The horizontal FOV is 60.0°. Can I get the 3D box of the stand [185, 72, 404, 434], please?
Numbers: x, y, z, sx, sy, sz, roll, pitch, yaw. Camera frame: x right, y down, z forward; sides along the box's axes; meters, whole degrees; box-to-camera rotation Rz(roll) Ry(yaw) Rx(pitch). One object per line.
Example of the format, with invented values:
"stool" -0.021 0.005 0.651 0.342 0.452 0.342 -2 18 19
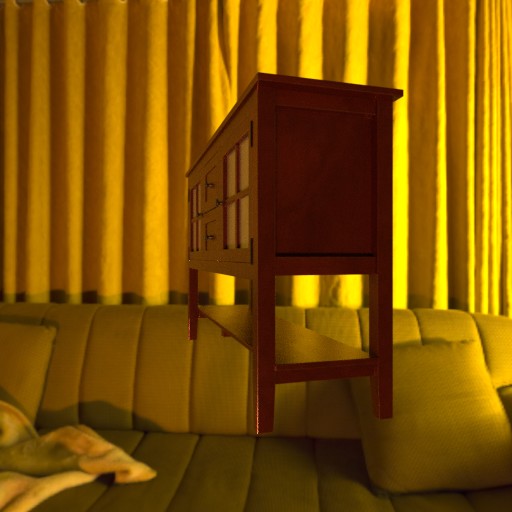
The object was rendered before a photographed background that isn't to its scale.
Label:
"stand" 0.000 0.000 1.755 0.410 0.872 1.362 0 0 -16
